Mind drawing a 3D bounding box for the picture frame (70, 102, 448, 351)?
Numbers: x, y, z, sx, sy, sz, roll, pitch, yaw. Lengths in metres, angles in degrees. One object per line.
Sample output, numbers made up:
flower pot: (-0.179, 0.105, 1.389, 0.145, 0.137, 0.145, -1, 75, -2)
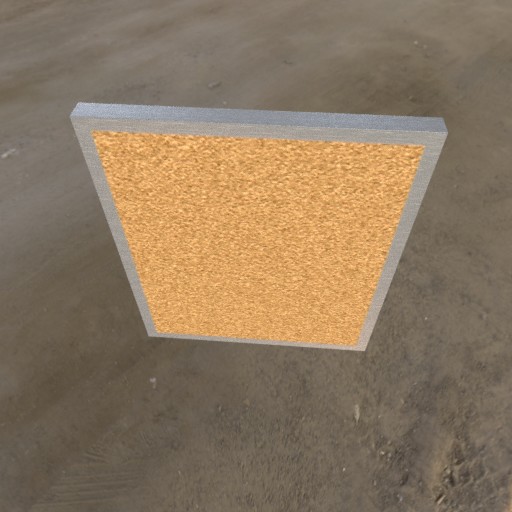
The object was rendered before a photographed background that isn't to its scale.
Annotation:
picture frame: (0.000, 0.000, 0.534, 0.327, 0.378, 0.027, 3, 49, 3)
